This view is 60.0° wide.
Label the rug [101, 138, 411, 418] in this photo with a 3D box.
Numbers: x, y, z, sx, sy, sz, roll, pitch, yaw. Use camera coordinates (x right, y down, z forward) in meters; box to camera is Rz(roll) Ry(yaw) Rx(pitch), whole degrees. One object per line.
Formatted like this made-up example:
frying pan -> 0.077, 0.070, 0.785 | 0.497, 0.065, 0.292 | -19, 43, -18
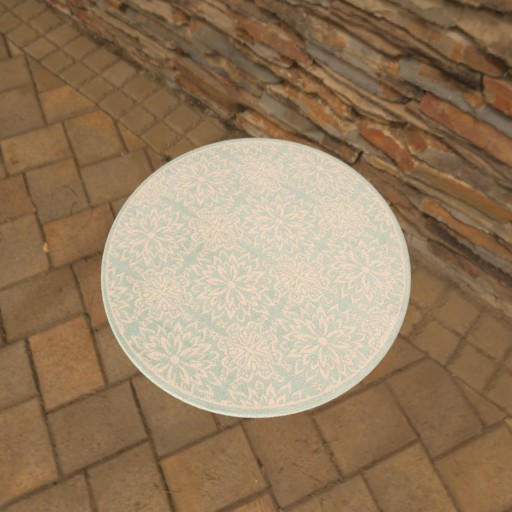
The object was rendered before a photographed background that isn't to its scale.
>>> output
rug -> 0.000, 0.000, 2.305 | 1.593, 0.012, 1.593 | 0, 63, 0
